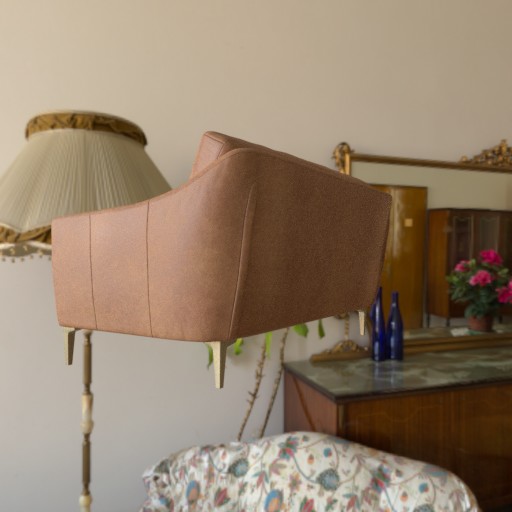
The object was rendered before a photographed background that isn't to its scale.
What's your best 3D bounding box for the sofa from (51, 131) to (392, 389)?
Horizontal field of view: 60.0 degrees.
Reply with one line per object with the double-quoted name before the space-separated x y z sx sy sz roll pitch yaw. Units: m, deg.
"sofa" 0.000 0.000 2.204 0.960 0.902 1.619 0 0 36
